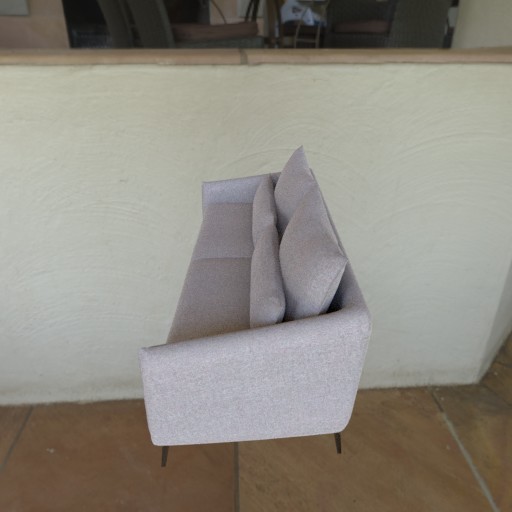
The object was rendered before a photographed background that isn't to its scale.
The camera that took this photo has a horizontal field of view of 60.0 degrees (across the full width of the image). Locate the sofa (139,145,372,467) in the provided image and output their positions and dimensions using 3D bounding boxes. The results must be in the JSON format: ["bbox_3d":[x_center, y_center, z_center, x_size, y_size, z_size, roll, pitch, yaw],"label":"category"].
[{"bbox_3d":[0.000,0.000,2.416,0.809,0.833,2.022,0,27,0],"label":"sofa"}]
